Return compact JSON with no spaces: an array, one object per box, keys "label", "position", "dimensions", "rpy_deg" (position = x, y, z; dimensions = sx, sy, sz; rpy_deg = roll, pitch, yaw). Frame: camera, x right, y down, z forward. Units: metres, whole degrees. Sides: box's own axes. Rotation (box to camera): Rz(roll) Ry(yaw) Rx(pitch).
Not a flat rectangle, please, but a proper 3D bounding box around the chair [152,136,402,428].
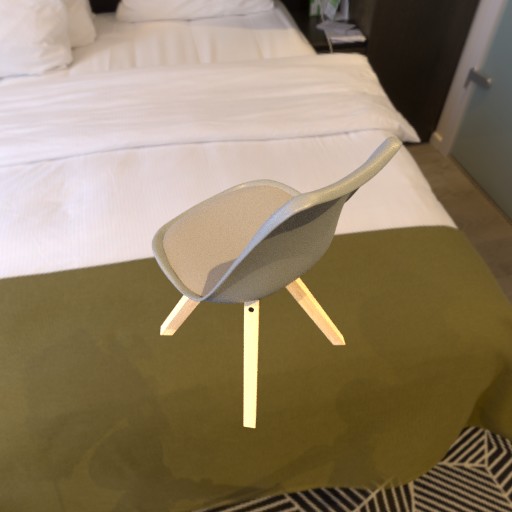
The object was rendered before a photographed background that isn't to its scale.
[{"label":"chair","position":[0.000,0.000,1.201],"dimensions":[0.485,0.850,0.550],"rpy_deg":[-34,56,-28]}]
